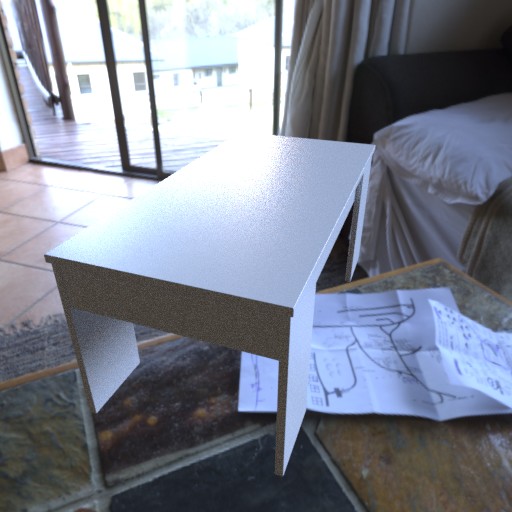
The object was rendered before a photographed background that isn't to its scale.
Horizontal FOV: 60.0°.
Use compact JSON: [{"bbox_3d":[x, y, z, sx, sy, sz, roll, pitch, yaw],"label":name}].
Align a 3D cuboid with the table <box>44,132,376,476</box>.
[{"bbox_3d":[0.000,0.000,1.292,0.500,0.440,1.000,10,31,18],"label":"table"}]
